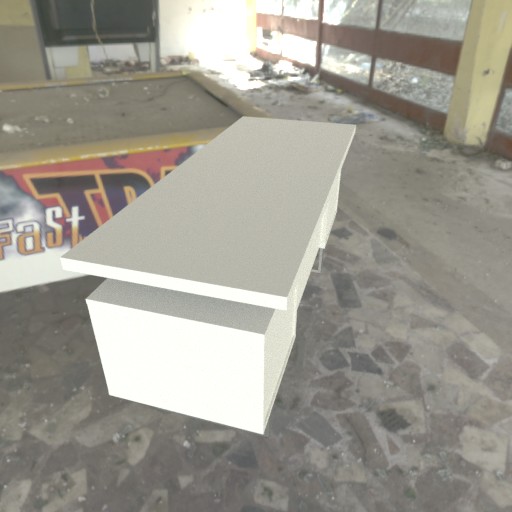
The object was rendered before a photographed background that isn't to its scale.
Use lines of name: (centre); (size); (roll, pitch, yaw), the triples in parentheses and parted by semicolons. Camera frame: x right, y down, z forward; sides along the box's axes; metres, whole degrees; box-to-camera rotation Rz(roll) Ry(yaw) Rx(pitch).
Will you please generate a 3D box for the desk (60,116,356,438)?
desk: (0.000, 0.000, 1.897); (0.603, 0.773, 1.530); (9, 32, 14)
